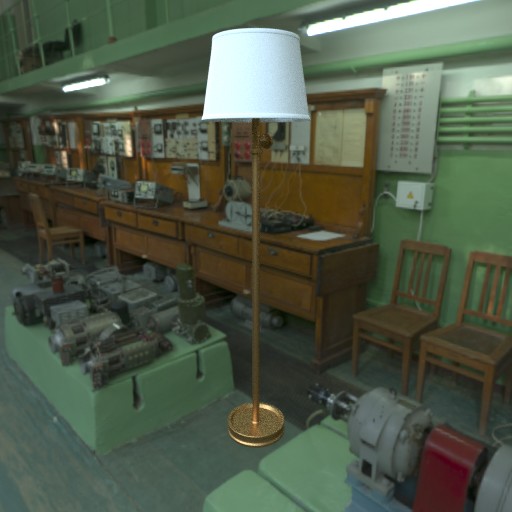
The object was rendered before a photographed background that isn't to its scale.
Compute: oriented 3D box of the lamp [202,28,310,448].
[{"bbox_3d":[0.000,0.000,0.791,0.178,0.710,0.178,0,15,0],"label":"lamp"}]
